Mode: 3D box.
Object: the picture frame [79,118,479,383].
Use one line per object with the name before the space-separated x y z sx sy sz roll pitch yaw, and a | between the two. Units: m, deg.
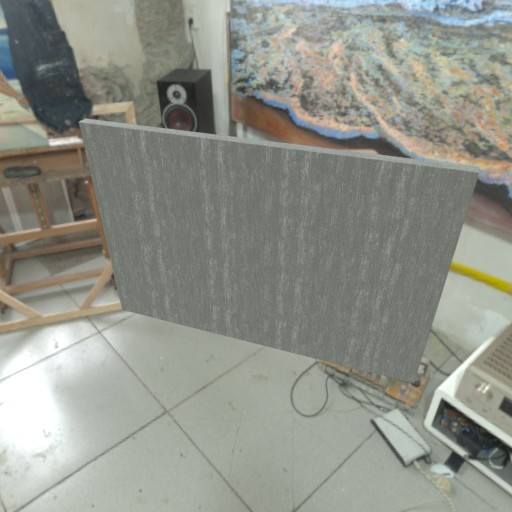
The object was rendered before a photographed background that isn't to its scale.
picture frame | 0.000 0.000 1.203 0.950 0.640 0.029 11 36 16
